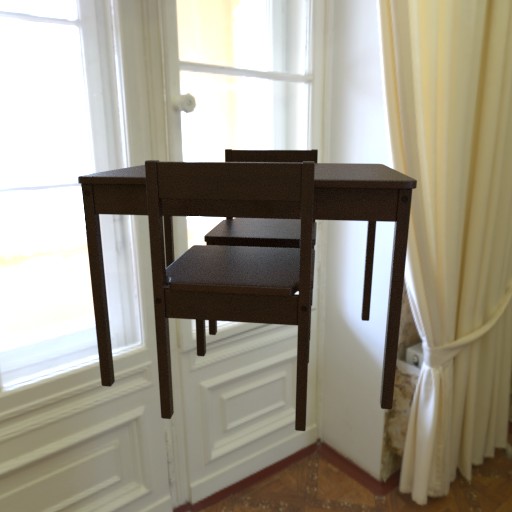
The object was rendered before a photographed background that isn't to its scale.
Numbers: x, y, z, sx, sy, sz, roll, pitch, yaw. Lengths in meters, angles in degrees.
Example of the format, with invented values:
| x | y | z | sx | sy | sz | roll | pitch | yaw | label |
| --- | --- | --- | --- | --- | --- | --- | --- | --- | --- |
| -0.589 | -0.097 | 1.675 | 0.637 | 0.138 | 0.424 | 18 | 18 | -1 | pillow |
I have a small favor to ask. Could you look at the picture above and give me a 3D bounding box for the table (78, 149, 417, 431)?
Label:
| x | y | z | sx | sy | sz | roll | pitch | yaw | label |
| --- | --- | --- | --- | --- | --- | --- | --- | --- | --- |
| 0.000 | 0.000 | 1.114 | 0.650 | 0.503 | 0.672 | 2 | 15 | 8 | table |
